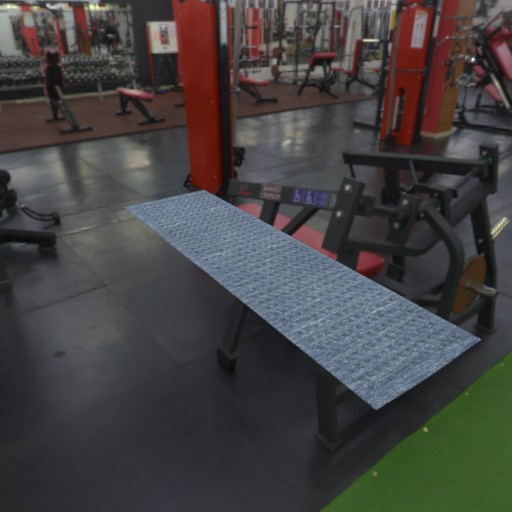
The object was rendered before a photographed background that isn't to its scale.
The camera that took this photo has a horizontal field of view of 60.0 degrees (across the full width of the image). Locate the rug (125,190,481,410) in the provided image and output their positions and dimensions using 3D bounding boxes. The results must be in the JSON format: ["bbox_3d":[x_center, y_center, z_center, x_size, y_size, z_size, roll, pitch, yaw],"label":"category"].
[{"bbox_3d":[0.000,0.000,2.634,0.688,0.008,2.443,-18,33,-31],"label":"rug"}]
